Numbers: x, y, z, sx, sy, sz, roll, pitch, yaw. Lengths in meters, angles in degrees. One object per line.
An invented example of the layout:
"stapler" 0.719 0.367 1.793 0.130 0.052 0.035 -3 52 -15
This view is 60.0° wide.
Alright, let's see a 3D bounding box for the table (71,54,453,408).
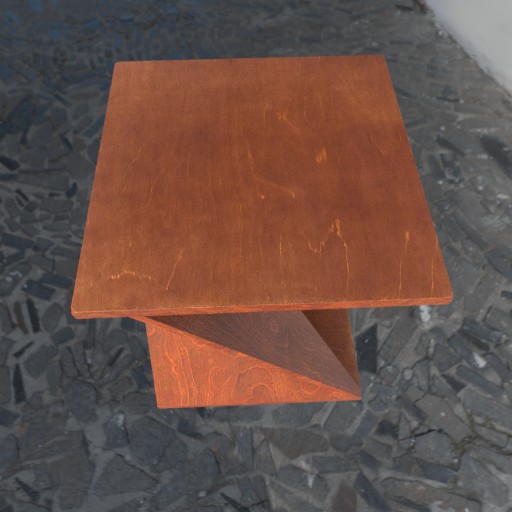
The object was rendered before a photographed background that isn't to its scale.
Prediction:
"table" 0.000 0.000 0.823 0.427 0.520 0.427 -2 60 -1
